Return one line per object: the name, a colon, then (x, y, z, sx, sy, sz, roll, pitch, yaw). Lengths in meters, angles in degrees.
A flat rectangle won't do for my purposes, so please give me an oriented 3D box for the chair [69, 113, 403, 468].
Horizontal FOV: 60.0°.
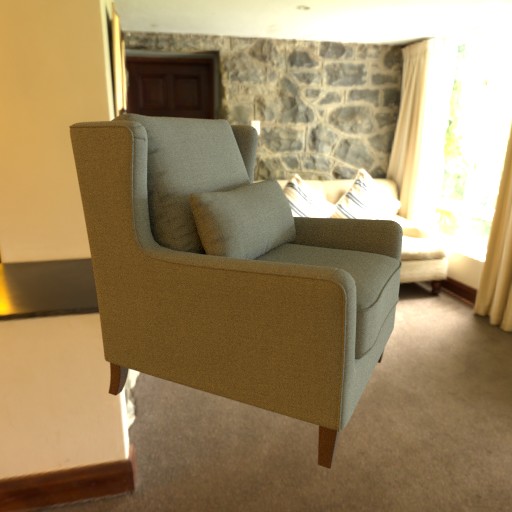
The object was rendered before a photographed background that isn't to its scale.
chair: (0.000, 0.000, 1.741, 1.040, 1.056, 0.866, 8, 17, 26)
